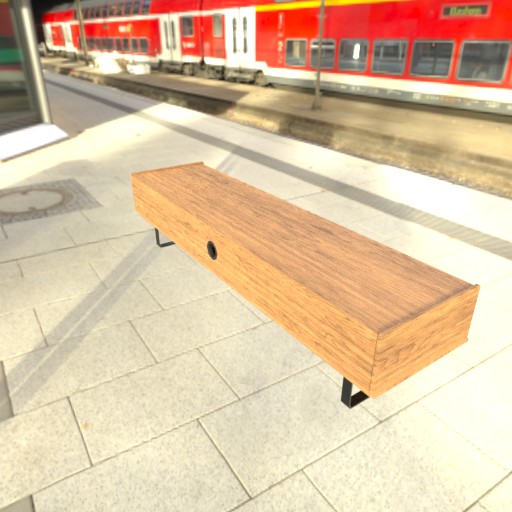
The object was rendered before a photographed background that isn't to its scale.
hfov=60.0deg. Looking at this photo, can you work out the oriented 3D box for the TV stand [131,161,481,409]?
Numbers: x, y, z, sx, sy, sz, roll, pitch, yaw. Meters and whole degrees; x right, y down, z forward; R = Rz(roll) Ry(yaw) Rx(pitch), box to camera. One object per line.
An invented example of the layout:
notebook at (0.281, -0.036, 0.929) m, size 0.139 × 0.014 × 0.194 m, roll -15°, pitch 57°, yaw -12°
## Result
TV stand at (0.000, 0.000, 2.007) m, size 0.467 × 0.415 × 1.796 m, roll -17°, pitch 31°, yaw -31°
